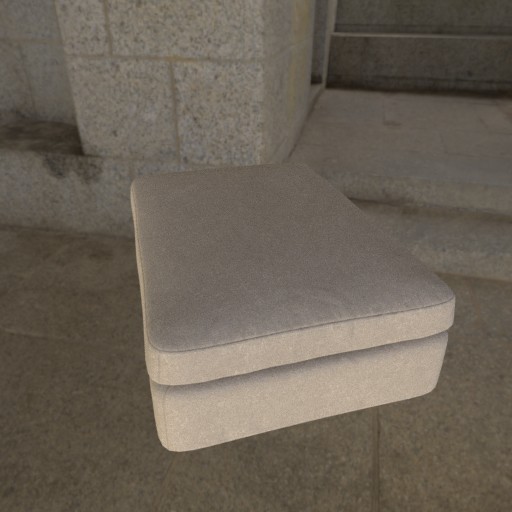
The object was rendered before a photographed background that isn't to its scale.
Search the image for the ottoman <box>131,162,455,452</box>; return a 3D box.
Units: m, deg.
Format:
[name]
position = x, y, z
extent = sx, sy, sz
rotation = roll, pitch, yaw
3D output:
[ottoman]
position = 0.000, 0.000, 1.619
extent = 0.840, 0.429, 1.199
rotation = -8, 31, -14
